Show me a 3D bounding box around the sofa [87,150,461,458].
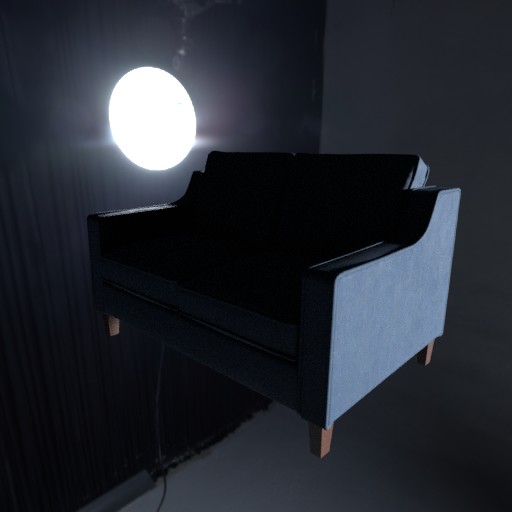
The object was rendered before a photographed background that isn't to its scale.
[{"bbox_3d":[0.000,0.000,2.134,1.501,0.971,0.987,14,21,41],"label":"sofa"}]
